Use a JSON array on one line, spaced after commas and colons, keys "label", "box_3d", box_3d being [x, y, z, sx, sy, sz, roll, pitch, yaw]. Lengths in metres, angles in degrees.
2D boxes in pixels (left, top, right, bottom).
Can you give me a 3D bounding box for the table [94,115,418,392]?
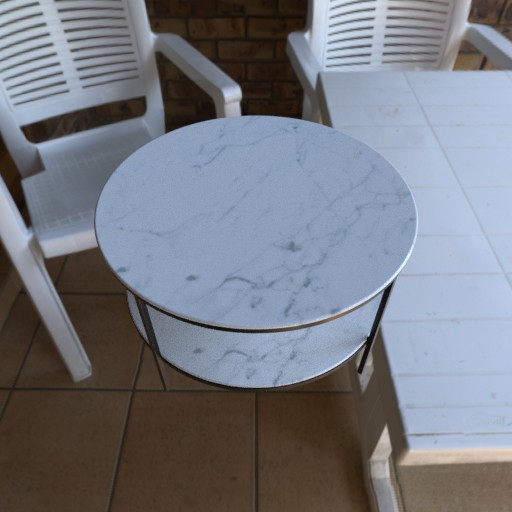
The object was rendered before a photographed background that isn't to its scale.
[{"label": "table", "box_3d": [0.000, 0.000, 1.290, 0.800, 0.450, 0.800, 0, 47, 0]}]
